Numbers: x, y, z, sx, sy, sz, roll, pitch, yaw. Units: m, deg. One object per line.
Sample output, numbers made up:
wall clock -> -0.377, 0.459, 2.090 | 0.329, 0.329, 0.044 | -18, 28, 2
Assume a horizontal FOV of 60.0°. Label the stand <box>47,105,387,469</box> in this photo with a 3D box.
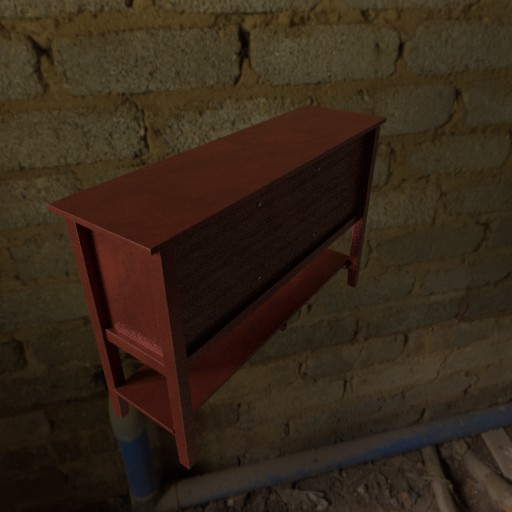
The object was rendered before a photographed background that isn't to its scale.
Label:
stand -> 0.000, 0.000, 1.778 | 0.410, 0.872, 1.362 | 21, 38, 30
